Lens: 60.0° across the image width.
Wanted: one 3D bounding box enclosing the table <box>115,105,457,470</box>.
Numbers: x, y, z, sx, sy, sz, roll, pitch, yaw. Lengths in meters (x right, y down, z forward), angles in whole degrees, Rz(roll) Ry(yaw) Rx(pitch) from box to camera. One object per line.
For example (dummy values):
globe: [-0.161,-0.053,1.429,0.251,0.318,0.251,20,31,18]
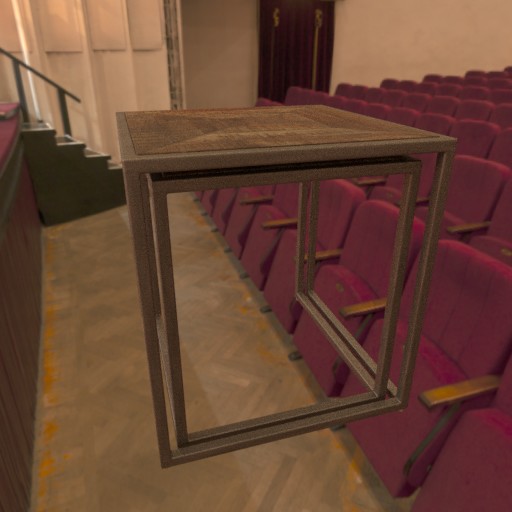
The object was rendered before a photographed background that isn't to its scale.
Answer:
table: [0.000,0.000,0.853,0.450,0.500,0.449,-7,26,-15]
